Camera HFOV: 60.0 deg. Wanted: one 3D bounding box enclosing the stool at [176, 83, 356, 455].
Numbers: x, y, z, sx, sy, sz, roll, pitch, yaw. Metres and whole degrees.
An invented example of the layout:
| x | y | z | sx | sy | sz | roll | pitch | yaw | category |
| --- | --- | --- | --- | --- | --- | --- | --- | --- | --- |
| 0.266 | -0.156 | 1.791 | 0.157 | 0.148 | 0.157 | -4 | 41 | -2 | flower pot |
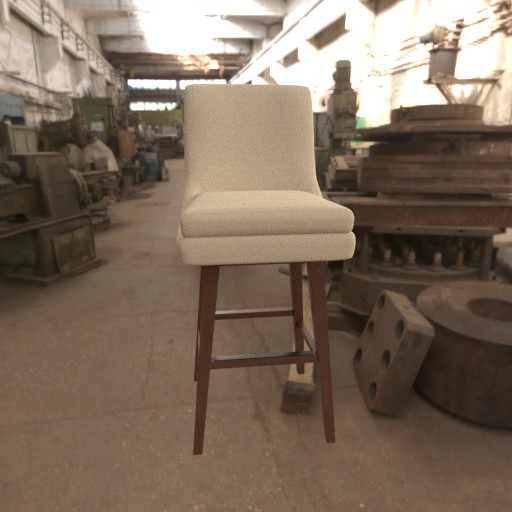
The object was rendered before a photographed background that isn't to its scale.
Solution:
| x | y | z | sx | sy | sz | roll | pitch | yaw | category |
| --- | --- | --- | --- | --- | --- | --- | --- | --- | --- |
| 0.000 | 0.000 | 1.439 | 0.483 | 1.093 | 0.559 | -2 | 16 | -7 | stool |
